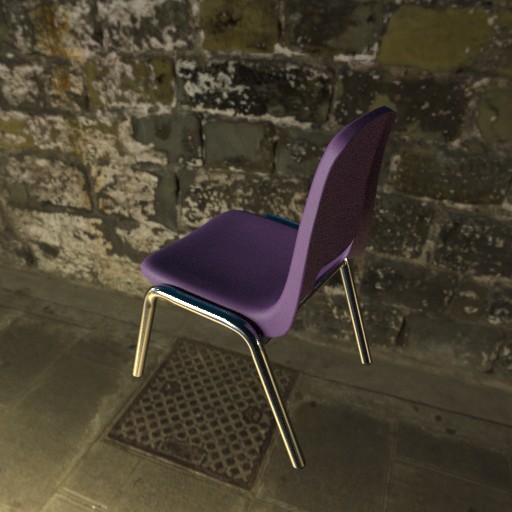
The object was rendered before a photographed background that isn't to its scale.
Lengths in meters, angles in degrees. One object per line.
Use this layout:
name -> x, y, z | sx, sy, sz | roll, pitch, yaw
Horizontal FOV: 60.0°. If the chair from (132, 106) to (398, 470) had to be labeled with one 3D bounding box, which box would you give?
chair -> 0.000, 0.000, 0.834 | 0.419, 0.584, 0.356 | 20, 37, 29
